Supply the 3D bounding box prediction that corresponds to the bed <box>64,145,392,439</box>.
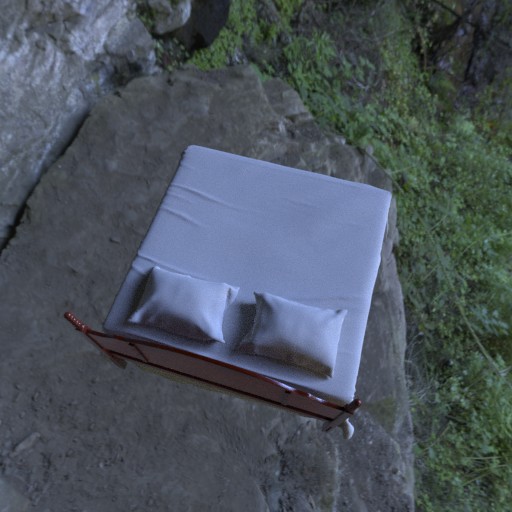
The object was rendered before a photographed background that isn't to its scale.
[{"bbox_3d":[0.000,0.000,3.739,2.322,1.355,2.219,15,64,8],"label":"bed"}]
